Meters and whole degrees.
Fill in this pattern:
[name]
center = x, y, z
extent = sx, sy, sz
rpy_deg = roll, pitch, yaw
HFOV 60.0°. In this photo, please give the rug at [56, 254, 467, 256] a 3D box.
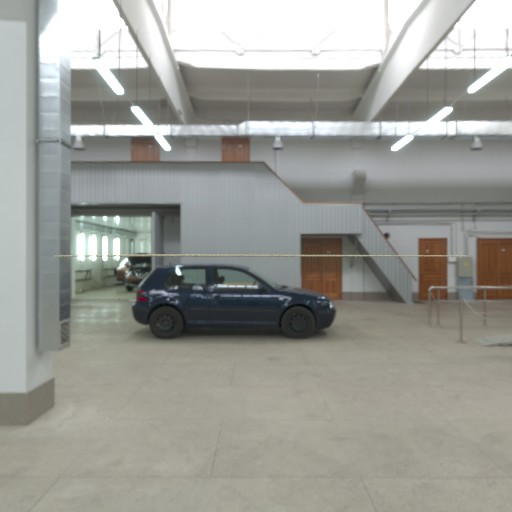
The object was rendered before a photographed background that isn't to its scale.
[rug]
center = 0.000, 0.000, 4.049
extent = 2.977, 0.008, 2.380
rpy_deg = 0, 0, -35
